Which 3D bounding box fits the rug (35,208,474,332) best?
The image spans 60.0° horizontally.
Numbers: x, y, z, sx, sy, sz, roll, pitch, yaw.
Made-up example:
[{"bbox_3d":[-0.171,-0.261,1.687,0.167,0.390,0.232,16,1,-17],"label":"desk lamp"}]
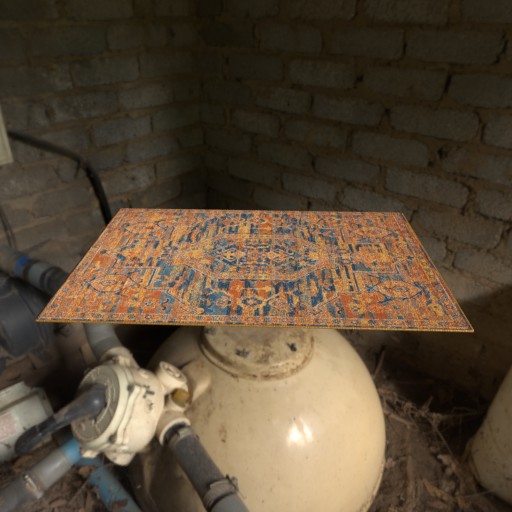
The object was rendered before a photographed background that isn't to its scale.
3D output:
[{"bbox_3d":[0.000,0.000,1.109,0.863,0.008,0.557,1,30,2],"label":"rug"}]
